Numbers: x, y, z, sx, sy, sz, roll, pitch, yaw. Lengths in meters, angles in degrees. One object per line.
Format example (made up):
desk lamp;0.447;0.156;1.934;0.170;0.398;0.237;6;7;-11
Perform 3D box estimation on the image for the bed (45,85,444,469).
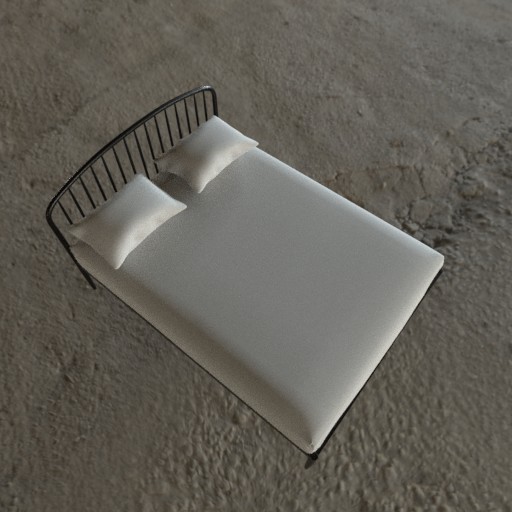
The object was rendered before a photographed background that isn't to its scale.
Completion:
bed;0.000;0.000;3.104;2.159;1.166;1.618;34;64;19
